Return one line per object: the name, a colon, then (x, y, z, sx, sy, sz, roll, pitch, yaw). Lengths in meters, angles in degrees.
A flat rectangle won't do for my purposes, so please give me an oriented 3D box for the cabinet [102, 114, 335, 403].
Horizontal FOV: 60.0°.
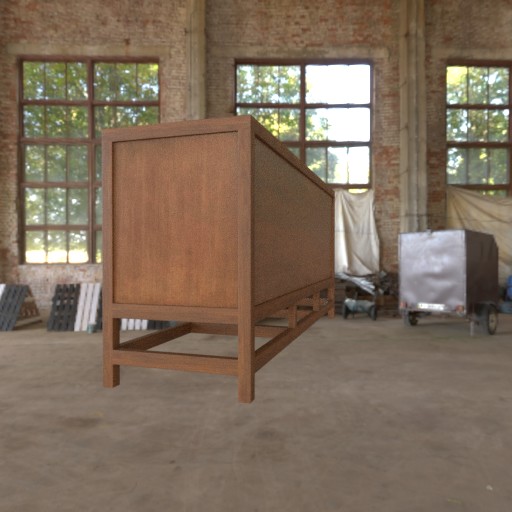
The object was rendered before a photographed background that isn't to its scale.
cabinet: (0.000, 0.000, 2.148, 0.522, 0.820, 1.708, 0, 1, 18)
